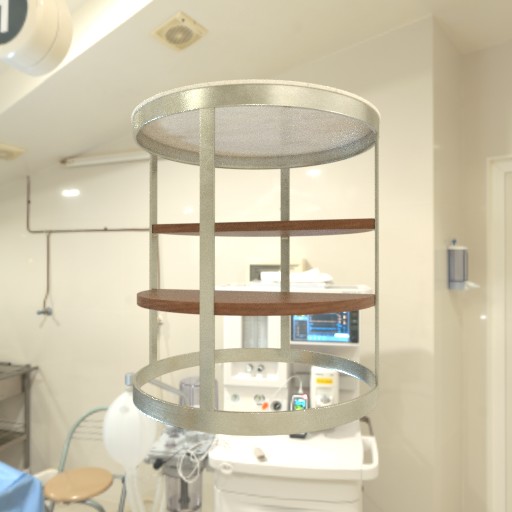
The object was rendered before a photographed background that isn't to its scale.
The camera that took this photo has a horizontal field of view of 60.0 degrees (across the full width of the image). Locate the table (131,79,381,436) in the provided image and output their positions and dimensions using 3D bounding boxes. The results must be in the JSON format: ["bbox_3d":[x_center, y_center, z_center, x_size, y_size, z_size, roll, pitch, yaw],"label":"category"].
[{"bbox_3d":[0.000,0.000,0.751,0.407,0.447,0.407,0,0,0],"label":"table"}]
